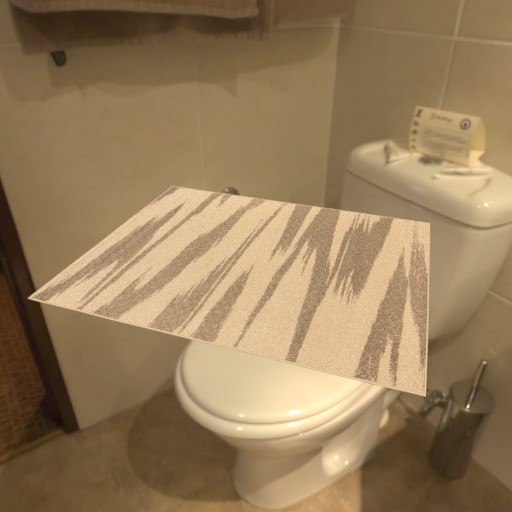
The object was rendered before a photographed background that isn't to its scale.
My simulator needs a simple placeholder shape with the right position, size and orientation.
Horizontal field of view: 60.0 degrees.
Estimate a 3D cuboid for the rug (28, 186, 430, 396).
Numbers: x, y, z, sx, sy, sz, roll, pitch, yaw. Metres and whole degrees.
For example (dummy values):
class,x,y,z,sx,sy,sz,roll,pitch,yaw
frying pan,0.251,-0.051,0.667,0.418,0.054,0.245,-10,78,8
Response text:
class,x,y,z,sx,sy,sz,roll,pitch,yaw
rug,0.000,0.000,3.971,2.945,0.014,2.353,10,33,16
